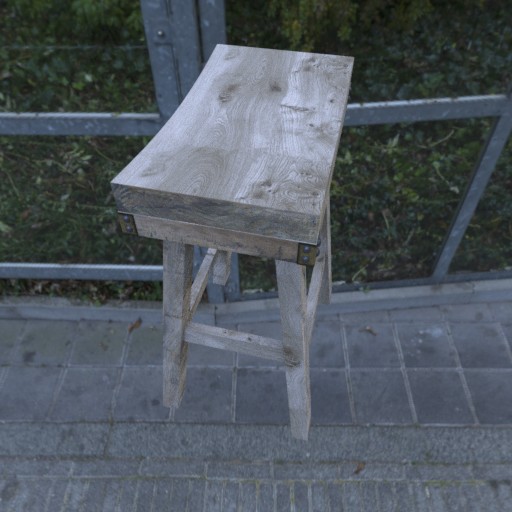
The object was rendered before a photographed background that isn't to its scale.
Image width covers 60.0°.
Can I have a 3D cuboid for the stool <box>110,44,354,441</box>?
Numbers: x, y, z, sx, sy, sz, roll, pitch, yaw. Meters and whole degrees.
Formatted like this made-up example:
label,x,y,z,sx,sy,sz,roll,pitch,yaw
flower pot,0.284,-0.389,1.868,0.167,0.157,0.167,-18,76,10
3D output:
label,x,y,z,sx,sy,sz,roll,pitch,yaw
stool,0.000,0.000,0.887,0.330,0.635,0.450,10,47,9
